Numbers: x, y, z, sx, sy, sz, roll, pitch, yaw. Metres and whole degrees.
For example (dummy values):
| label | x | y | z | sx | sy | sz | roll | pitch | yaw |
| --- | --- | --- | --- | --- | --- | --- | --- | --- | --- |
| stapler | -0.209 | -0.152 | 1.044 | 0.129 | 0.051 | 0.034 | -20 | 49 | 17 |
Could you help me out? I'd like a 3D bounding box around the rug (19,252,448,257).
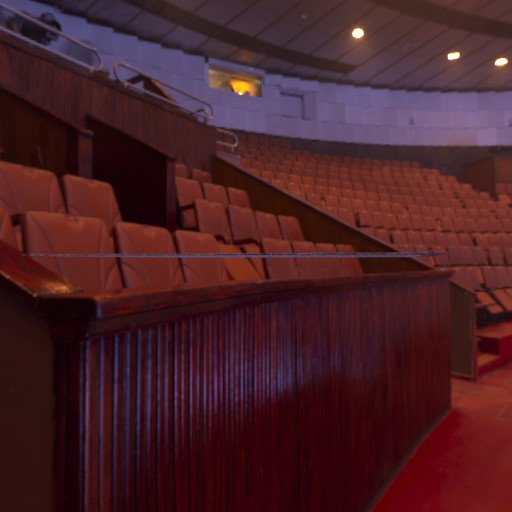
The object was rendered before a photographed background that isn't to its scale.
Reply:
| label | x | y | z | sx | sy | sz | roll | pitch | yaw |
| --- | --- | --- | --- | --- | --- | --- | --- | --- | --- |
| rug | 0.000 | 0.000 | 4.084 | 3.056 | 0.010 | 2.437 | 0 | -1 | 19 |
